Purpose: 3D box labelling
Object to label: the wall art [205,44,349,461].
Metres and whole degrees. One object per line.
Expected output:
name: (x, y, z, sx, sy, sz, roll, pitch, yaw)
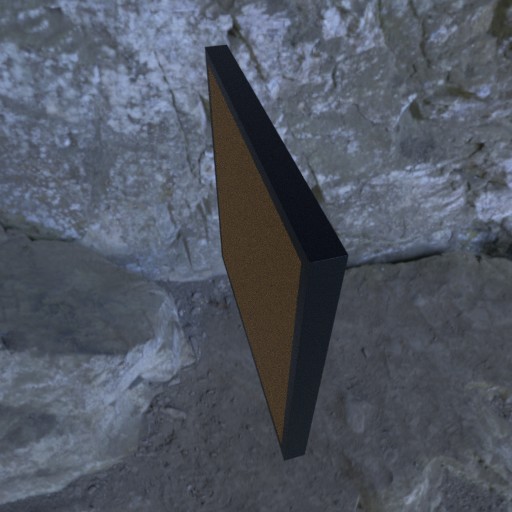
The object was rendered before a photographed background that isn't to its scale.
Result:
wall art: (0.000, 0.000, 0.758, 0.038, 0.508, 0.508, -11, 48, -10)
